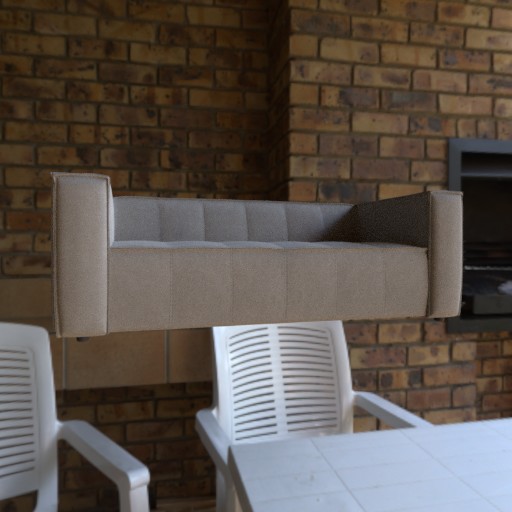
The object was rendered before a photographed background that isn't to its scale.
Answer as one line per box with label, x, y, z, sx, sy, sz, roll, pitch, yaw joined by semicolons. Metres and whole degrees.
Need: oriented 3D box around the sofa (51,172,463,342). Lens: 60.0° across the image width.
sofa;0.000;0.000;2.464;1.995;0.680;1.038;0;1;-17
